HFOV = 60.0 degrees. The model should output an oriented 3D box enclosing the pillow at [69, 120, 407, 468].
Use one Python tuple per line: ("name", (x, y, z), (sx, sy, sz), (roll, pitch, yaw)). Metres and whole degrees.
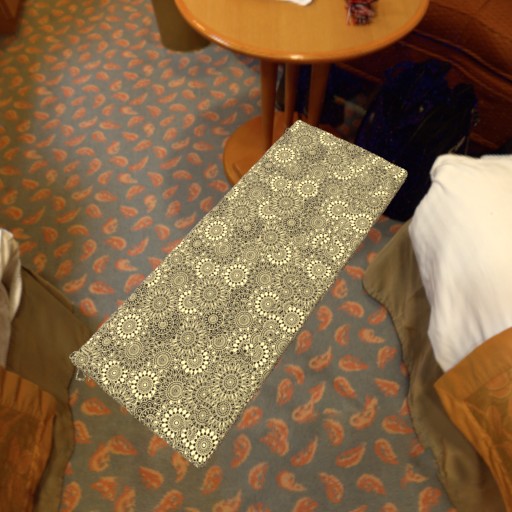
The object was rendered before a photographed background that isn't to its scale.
("pillow", (0.000, 0.000, 1.385), (0.492, 0.081, 1.187), (31, 64, 17))
